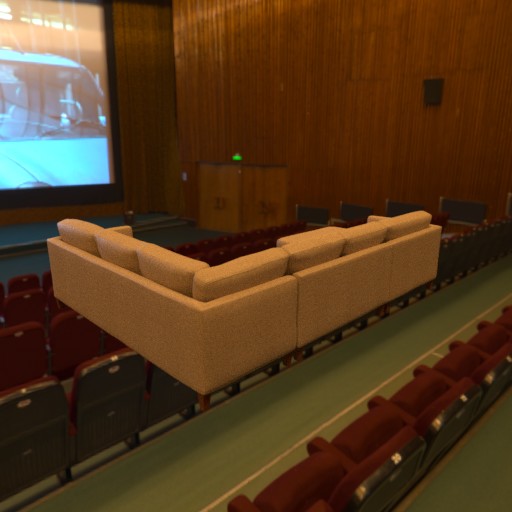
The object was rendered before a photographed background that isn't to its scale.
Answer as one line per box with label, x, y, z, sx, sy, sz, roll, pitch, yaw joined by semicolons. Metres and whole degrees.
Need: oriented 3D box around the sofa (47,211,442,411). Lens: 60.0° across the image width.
sofa;0.000;0.000;4.808;3.460;0.961;2.594;-15;22;-42
